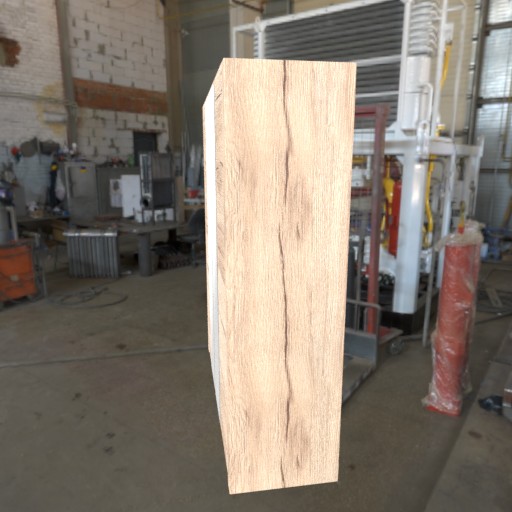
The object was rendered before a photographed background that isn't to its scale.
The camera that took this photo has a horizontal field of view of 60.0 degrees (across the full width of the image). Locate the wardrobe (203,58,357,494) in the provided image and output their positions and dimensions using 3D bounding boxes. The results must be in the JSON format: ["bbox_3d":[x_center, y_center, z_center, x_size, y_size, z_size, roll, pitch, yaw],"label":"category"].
[{"bbox_3d":[0.000,0.000,2.948,0.580,2.070,1.810,-2,13,-9],"label":"wardrobe"}]
